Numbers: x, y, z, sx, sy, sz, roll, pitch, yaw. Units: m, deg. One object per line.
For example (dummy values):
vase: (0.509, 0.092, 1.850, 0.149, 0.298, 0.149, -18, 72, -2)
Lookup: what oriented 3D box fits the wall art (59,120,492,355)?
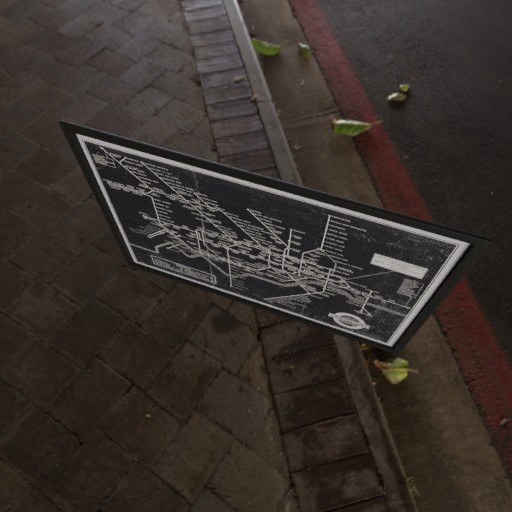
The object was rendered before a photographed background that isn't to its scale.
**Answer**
wall art: (0.000, 0.000, 1.504, 1.192, 0.811, 0.013, 17, 60, 10)
